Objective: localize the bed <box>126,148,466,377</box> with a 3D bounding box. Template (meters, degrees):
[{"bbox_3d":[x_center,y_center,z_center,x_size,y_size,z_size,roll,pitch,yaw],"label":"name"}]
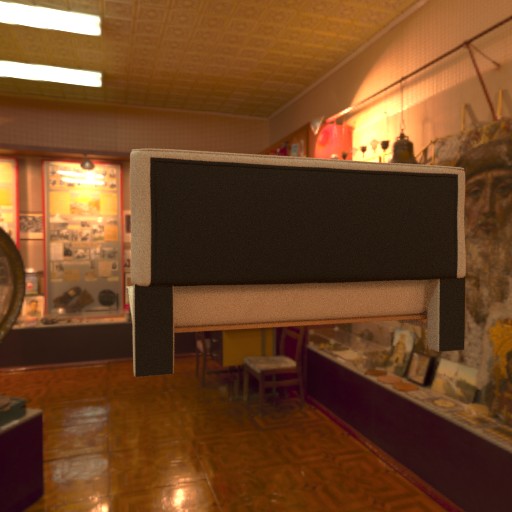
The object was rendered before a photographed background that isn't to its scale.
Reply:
[{"bbox_3d":[0.000,0.000,3.550,1.980,1.126,2.498,0,2,-17],"label":"bed"}]
